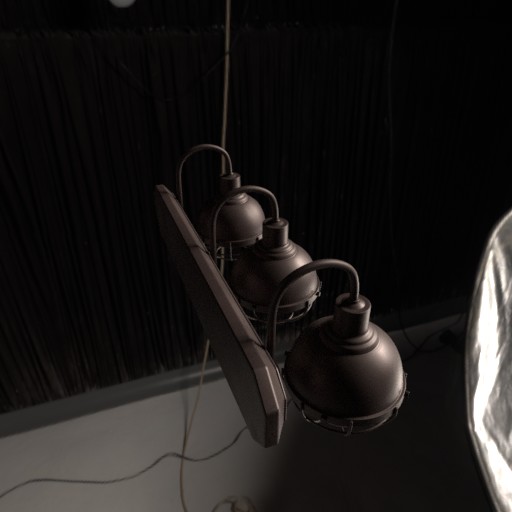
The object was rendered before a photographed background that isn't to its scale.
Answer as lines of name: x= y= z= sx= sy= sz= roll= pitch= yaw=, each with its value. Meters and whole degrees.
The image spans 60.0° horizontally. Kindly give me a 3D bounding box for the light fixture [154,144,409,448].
light fixture: x=0.000 y=0.000 z=0.746 sx=0.229 sy=0.254 sz=0.634 roll=-11 pitch=32 yaw=-18
